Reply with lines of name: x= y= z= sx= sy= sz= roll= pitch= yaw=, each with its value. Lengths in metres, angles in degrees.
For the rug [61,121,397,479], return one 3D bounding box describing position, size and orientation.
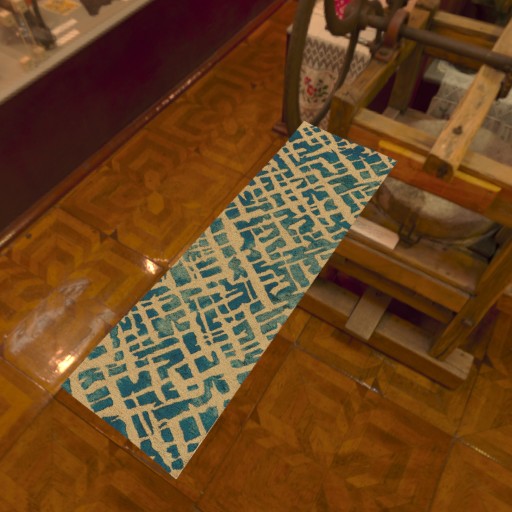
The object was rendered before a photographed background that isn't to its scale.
rug: x=0.000 y=0.000 z=2.710 sx=0.768 sy=0.011 sz=2.446 roll=30 pitch=62 yaw=18
